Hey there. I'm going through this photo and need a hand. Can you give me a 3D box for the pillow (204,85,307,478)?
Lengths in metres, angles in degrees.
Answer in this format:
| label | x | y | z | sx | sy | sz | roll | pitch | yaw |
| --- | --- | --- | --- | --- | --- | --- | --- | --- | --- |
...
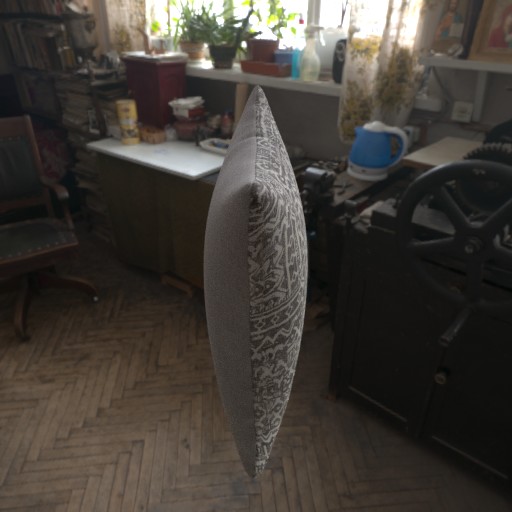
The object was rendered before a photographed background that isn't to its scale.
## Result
| label | x | y | z | sx | sy | sz | roll | pitch | yaw |
| --- | --- | --- | --- | --- | --- | --- | --- | --- | --- |
| pillow | 0.000 | 0.000 | 0.791 | 0.180 | 0.487 | 0.546 | 0 | 31 | 1 |
